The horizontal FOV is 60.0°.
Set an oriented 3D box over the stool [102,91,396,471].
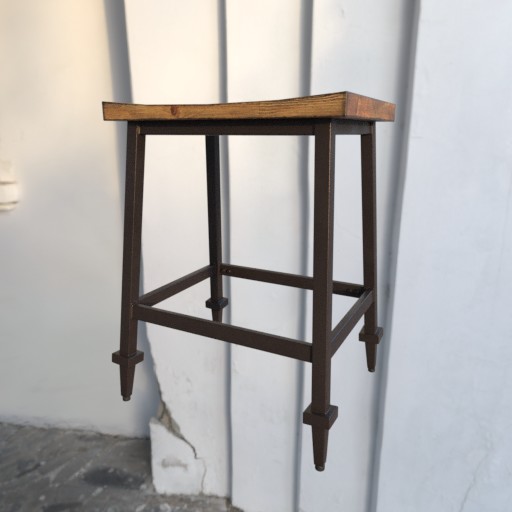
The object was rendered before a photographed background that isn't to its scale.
[{"bbox_3d":[0.000,0.000,0.954,0.486,0.625,0.405,8,18,27],"label":"stool"}]
